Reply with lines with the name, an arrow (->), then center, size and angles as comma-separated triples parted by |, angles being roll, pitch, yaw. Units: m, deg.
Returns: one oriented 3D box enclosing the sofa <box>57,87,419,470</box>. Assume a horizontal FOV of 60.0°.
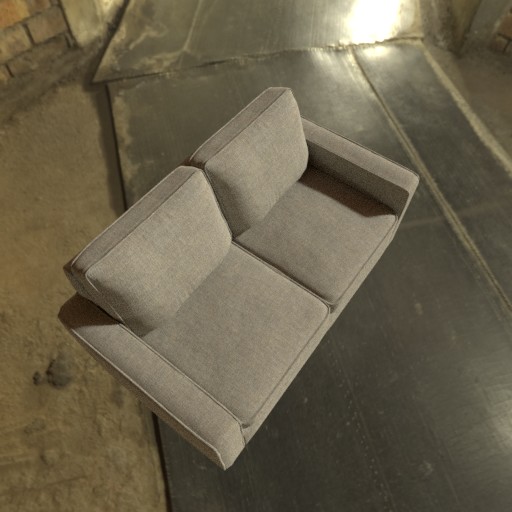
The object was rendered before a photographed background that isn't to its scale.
sofa -> 0.000, 0.000, 2.235 | 0.945, 0.915, 1.706 | 33, 64, 19
